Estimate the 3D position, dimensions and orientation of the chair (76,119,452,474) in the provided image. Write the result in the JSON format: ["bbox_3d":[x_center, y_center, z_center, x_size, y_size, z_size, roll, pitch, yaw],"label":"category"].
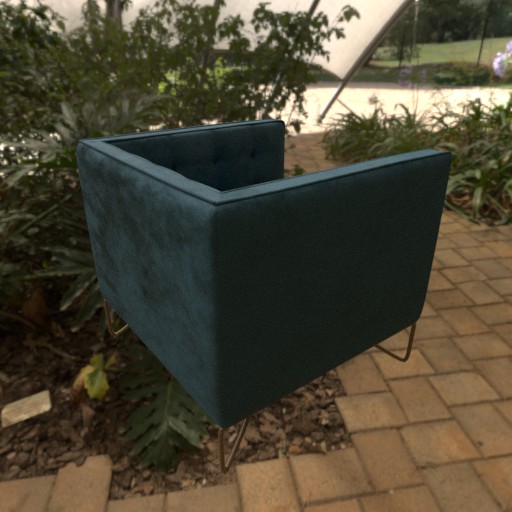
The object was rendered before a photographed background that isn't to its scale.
[{"bbox_3d":[0.000,0.000,1.572,0.894,0.790,0.880,-18,31,-33],"label":"chair"}]
